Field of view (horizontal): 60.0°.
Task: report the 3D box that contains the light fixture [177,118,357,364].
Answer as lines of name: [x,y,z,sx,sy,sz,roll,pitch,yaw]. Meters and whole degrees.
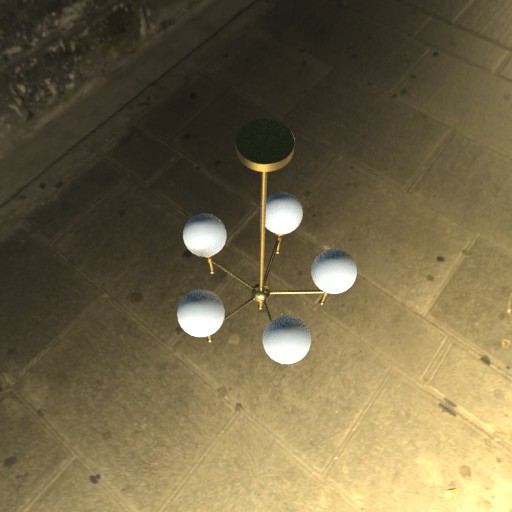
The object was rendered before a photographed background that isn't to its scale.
light fixture: [0.000,0.000,1.793,0.785,1.331,0.815,-34,68,-15]
